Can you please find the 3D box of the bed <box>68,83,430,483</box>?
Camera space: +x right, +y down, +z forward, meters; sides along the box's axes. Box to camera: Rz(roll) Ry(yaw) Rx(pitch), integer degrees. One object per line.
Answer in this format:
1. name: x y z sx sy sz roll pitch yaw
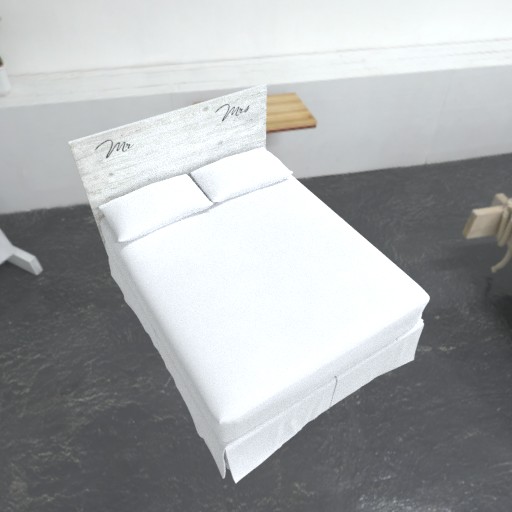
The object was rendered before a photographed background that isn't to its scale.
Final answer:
1. bed: 0.000 0.000 3.184 1.745 1.335 2.094 -25 51 -22
